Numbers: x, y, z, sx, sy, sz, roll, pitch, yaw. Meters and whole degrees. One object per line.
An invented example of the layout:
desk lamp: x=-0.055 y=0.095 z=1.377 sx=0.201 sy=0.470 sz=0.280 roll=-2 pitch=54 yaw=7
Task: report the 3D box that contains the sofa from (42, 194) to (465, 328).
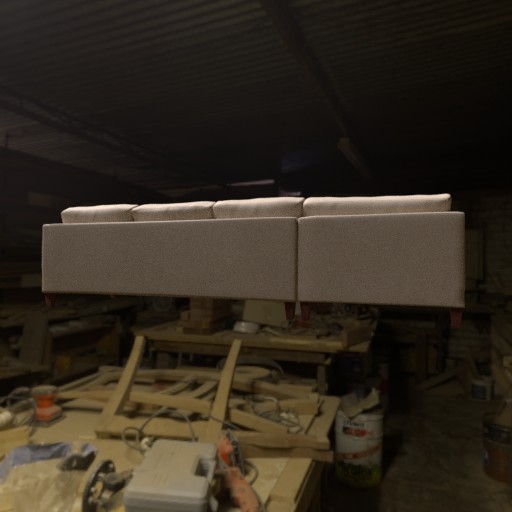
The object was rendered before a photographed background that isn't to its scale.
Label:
sofa: x=0.000 y=0.000 z=3.876 sx=3.186 sy=0.846 sz=1.625 roll=0 pitch=0 yaw=20
